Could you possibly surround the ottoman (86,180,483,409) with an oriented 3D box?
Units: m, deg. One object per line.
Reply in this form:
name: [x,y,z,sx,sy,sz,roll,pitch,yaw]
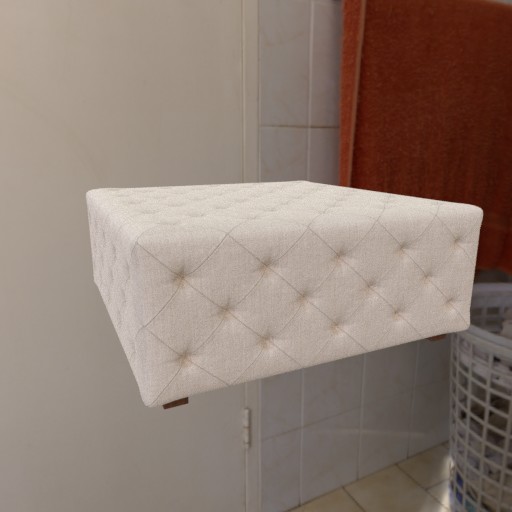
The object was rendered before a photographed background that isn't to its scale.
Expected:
ottoman: [0.000,0.000,1.587,1.028,0.439,1.028,-7,16,-25]
